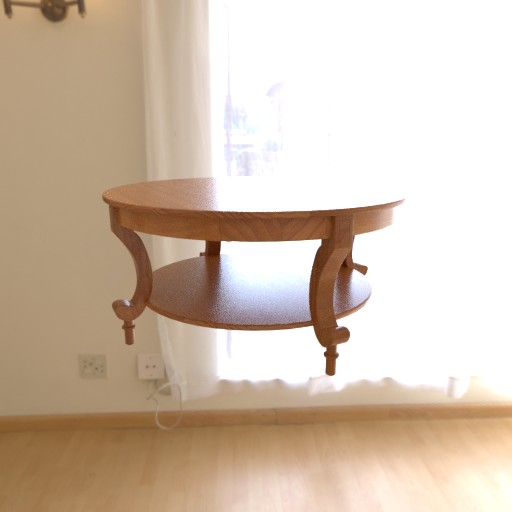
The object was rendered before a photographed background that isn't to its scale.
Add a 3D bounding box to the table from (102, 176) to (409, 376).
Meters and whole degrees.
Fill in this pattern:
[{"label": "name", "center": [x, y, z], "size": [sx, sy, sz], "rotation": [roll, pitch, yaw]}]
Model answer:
[{"label": "table", "center": [0.000, 0.000, 1.620], "size": [1.029, 0.490, 1.029], "rotation": [0, 15, 0]}]
